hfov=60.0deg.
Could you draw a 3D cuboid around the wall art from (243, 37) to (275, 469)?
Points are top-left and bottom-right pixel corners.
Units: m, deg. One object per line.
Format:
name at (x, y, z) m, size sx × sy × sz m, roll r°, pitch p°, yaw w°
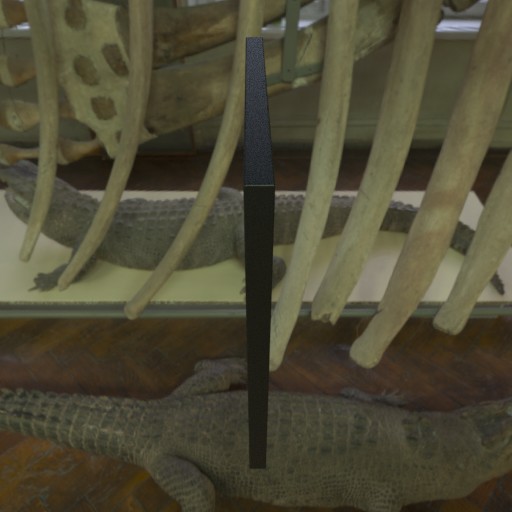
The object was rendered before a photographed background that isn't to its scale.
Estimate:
wall art at (0.000, 0.000, 0.740) m, size 0.028 × 0.559 × 0.457 m, roll 0°, pitch 41°, yaw -1°
